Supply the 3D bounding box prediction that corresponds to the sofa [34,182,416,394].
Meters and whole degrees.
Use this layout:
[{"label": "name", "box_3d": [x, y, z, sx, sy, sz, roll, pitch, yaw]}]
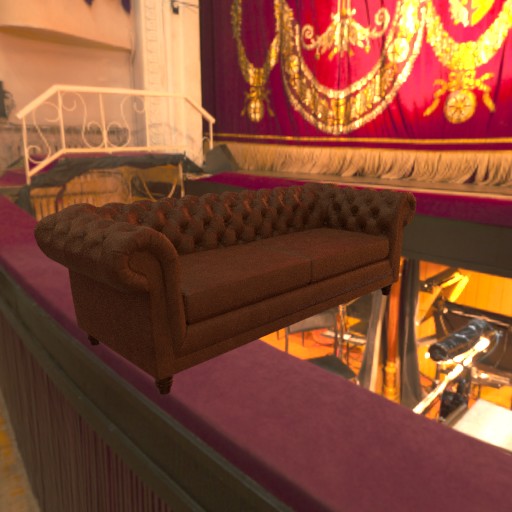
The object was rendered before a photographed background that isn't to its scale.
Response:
[{"label": "sofa", "box_3d": [0.000, 0.000, 2.811, 2.385, 0.783, 0.944, -13, 19, -43]}]
